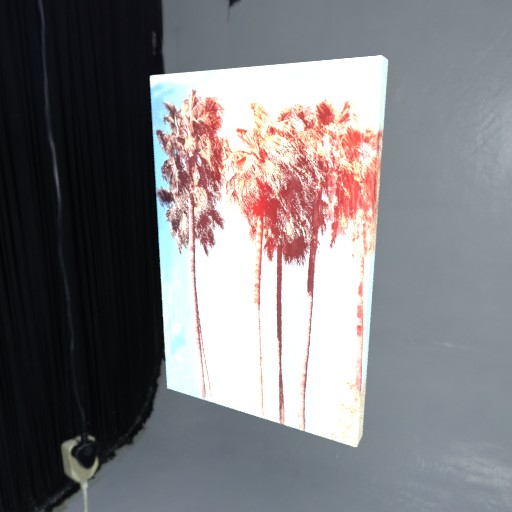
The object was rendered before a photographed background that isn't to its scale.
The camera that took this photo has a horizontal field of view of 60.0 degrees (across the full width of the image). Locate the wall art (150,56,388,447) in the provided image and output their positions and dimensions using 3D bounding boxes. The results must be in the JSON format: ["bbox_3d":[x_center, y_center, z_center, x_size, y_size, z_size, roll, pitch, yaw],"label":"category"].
[{"bbox_3d":[0.000,0.000,0.773,0.401,0.610,0.038,7,16,27],"label":"wall art"}]
